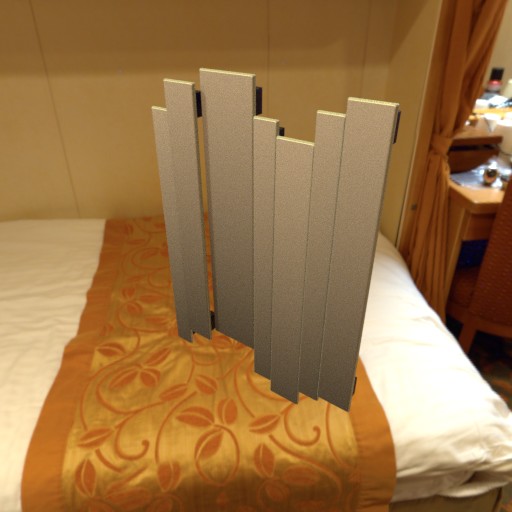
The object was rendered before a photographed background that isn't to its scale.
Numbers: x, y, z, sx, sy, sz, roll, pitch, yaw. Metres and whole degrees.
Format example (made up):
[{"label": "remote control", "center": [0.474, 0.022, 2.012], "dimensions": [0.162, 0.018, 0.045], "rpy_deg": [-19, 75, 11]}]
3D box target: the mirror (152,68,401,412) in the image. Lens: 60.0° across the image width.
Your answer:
[{"label": "mirror", "center": [0.000, 0.000, 0.799], "dimensions": [0.445, 0.611, 0.058], "rpy_deg": [20, 37, 30]}]
